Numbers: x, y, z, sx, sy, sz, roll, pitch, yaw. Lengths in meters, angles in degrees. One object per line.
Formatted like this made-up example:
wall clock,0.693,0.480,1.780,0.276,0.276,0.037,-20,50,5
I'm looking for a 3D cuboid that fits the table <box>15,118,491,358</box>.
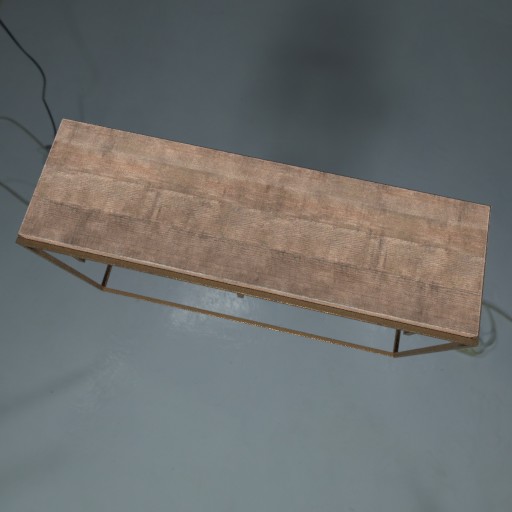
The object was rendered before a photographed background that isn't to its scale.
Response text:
table,0.000,0.000,1.720,1.400,0.820,0.440,12,75,3
